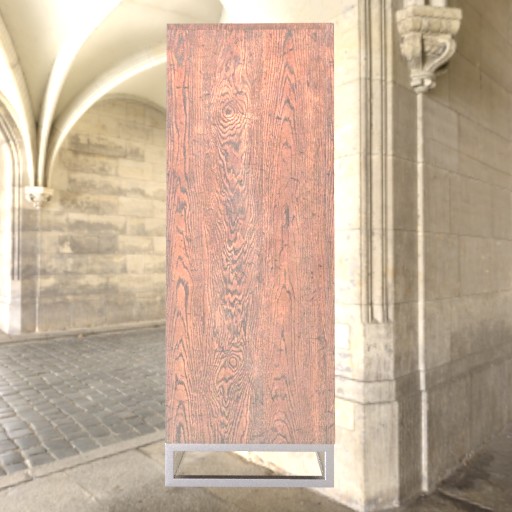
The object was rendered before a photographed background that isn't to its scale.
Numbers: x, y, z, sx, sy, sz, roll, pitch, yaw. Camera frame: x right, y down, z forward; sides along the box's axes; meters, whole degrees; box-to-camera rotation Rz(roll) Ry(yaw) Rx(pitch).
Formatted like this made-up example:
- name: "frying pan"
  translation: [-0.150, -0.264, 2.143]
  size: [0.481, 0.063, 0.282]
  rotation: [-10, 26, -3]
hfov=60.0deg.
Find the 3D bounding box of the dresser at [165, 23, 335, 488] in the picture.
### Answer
- name: "dresser"
  translation: [0.000, 0.000, 1.742]
  size: [0.508, 1.321, 0.965]
  rotation: [0, -1, 1]
